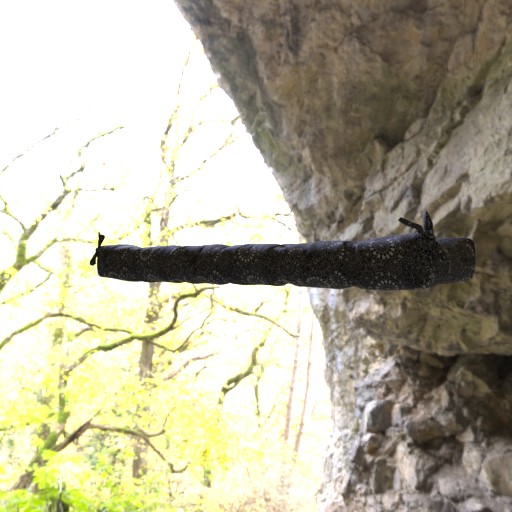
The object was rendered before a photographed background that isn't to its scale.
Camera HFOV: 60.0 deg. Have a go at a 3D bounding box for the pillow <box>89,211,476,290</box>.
[{"bbox_3d":[0.000,0.000,1.350,1.194,0.174,0.511,-1,-1,37],"label":"pillow"}]
